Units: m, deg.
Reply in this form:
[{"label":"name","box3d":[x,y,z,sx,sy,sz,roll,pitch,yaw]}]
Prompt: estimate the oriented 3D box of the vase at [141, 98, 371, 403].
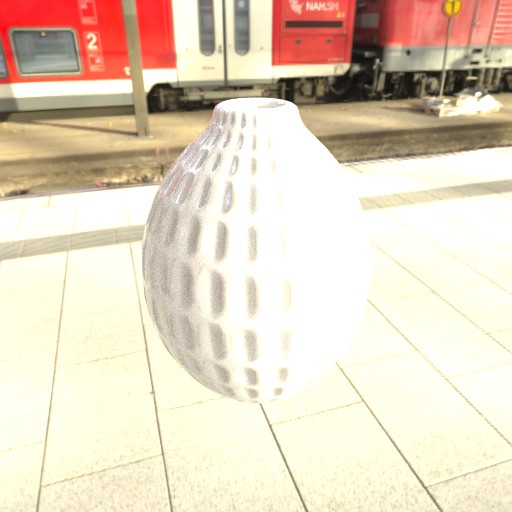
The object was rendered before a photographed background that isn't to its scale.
[{"label":"vase","box3d":[0.000,0.000,0.253,0.128,0.167,0.128,0,28,0]}]
